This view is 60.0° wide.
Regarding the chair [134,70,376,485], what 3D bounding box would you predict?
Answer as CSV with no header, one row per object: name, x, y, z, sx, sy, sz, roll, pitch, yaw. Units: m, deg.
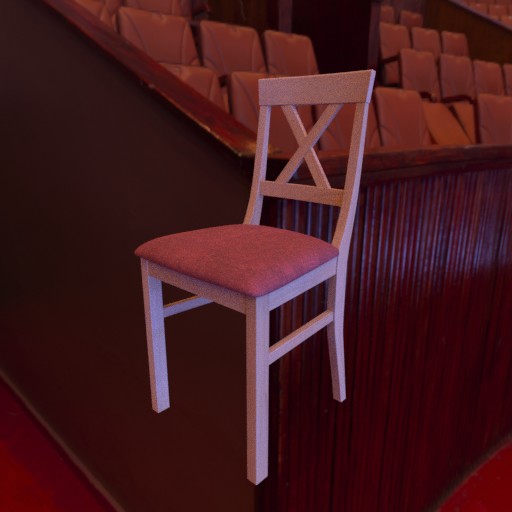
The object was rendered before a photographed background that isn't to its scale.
chair,0.000,0.000,1.161,0.439,0.912,0.492,15,23,41
